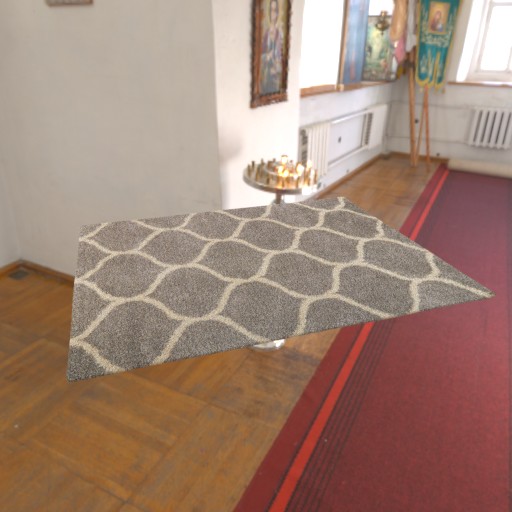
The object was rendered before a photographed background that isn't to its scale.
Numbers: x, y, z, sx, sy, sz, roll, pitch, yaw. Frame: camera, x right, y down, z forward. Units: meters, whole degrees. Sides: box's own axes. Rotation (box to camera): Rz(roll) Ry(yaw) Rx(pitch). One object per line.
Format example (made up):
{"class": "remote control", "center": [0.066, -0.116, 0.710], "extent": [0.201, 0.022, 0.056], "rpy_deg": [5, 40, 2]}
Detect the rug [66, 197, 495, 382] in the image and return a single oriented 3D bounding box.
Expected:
{"class": "rug", "center": [0.000, 0.000, 3.898], "extent": [3.000, 0.026, 2.399], "rpy_deg": [-8, 27, -16]}
